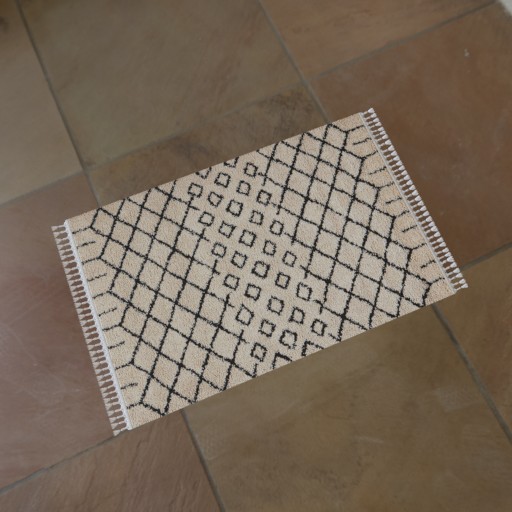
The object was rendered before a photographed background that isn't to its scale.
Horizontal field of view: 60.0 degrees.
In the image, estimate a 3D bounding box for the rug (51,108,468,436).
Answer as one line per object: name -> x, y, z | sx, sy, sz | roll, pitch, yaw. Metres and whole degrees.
rug -> 0.000, 0.000, 2.447 | 2.006, 0.008, 1.196 | -21, 76, -6
